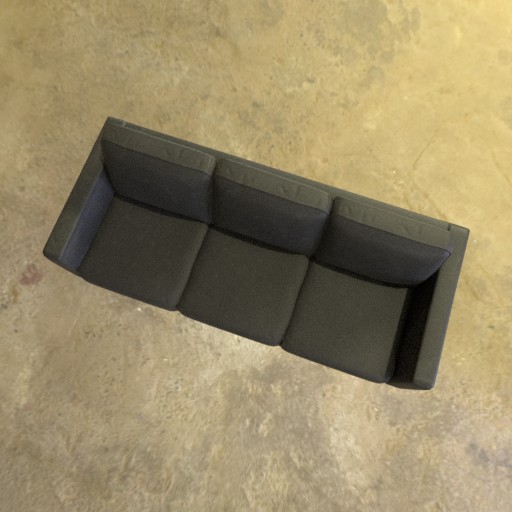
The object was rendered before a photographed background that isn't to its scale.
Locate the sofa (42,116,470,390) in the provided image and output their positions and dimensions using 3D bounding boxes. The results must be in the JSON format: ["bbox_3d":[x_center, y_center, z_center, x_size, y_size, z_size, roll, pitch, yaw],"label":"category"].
[{"bbox_3d":[0.000,0.000,2.466,2.029,0.899,0.879,18,76,5],"label":"sofa"}]
